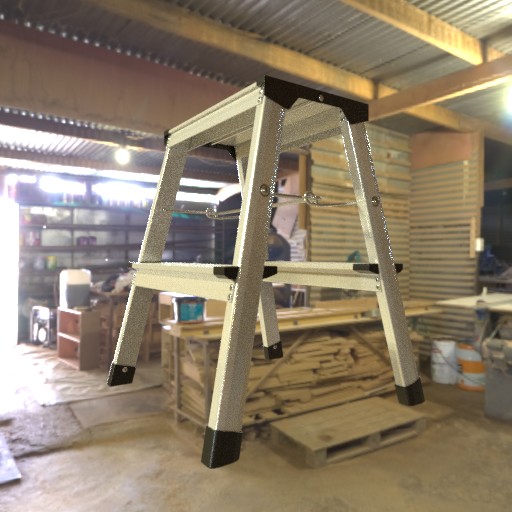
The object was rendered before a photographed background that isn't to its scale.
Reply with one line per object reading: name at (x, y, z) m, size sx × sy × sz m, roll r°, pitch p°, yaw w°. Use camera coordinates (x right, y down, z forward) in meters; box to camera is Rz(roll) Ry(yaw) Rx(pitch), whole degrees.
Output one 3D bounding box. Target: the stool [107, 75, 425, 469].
stool at (0.000, 0.000, 0.778) m, size 0.405 × 0.480 × 0.404 m, roll 0°, pitch 0°, yaw -35°
